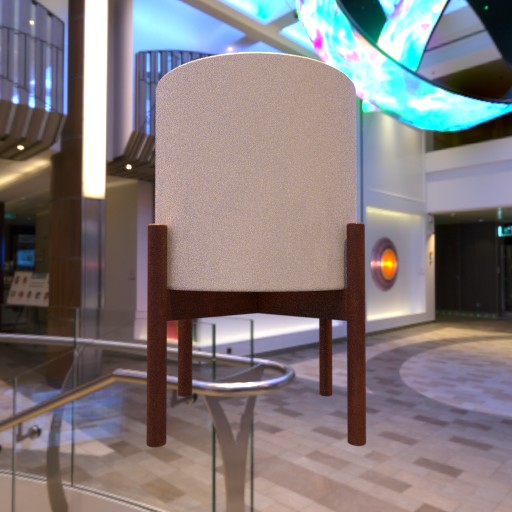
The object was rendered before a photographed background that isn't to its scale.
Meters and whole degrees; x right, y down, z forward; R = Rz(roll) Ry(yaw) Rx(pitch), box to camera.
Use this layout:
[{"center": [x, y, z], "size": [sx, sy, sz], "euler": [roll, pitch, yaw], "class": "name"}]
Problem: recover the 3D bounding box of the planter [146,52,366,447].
[{"center": [0.000, 0.000, 0.938], "size": [0.417, 0.670, 0.417], "euler": [0, -1, -1], "class": "planter"}]
